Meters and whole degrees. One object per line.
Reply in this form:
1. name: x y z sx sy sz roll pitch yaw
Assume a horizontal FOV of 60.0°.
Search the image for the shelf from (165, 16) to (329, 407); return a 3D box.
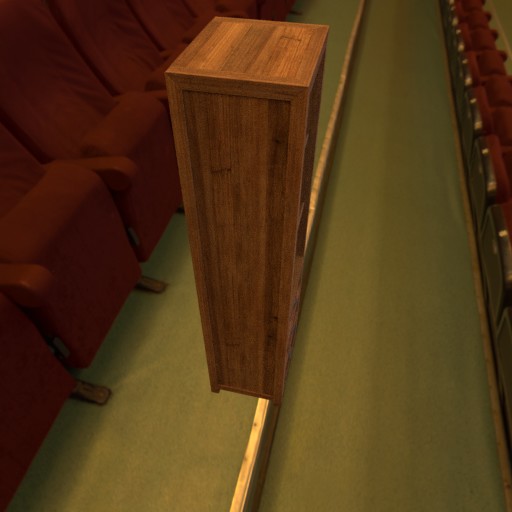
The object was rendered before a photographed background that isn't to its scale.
1. shelf: 0.000 0.000 2.091 0.428 1.900 0.500 9 46 9
